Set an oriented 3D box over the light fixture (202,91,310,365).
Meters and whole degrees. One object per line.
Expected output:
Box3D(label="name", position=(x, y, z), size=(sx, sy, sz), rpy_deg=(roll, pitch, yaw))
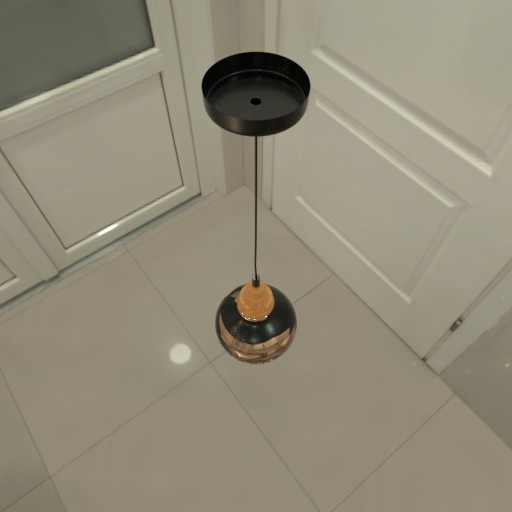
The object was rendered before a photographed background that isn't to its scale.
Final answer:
Box3D(label="light fixture", position=(0.000, 0.000, 1.795), size=(0.430, 1.606, 0.430), rpy_deg=(-33, 63, -19))
